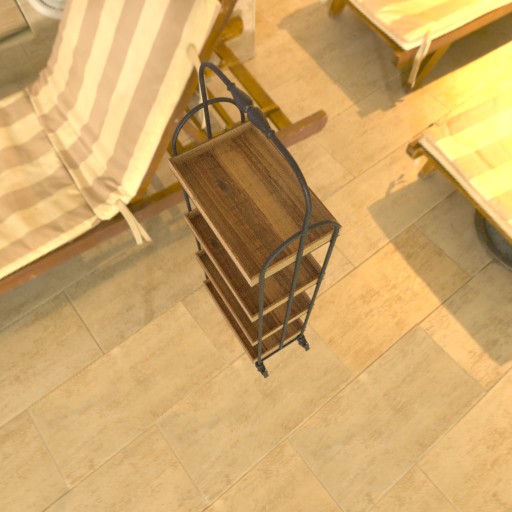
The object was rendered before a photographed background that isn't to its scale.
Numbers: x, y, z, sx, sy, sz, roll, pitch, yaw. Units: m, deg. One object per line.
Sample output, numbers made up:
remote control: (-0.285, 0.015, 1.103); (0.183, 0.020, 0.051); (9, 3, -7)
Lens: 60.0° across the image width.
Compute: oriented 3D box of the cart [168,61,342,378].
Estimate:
cart: (0.000, 0.000, 1.649); (0.308, 1.481, 0.581); (-30, 68, -13)
